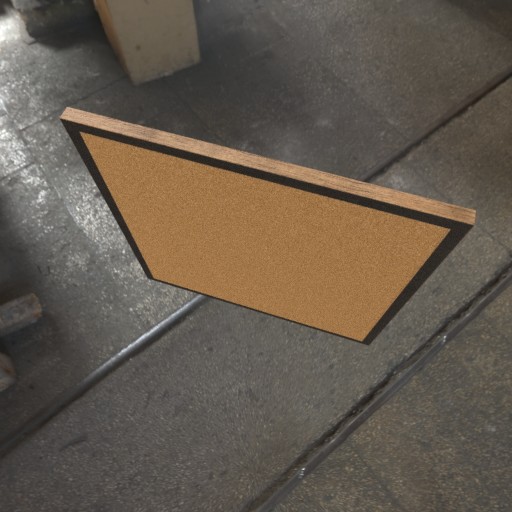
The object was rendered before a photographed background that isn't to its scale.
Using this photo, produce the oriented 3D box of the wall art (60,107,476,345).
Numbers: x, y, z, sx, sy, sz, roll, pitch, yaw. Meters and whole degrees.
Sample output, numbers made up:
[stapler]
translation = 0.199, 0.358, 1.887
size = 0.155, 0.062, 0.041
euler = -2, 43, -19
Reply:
[wall art]
translation = 0.000, 0.000, 1.025
size = 0.695, 0.691, 0.029
euler = 16, 65, 8
